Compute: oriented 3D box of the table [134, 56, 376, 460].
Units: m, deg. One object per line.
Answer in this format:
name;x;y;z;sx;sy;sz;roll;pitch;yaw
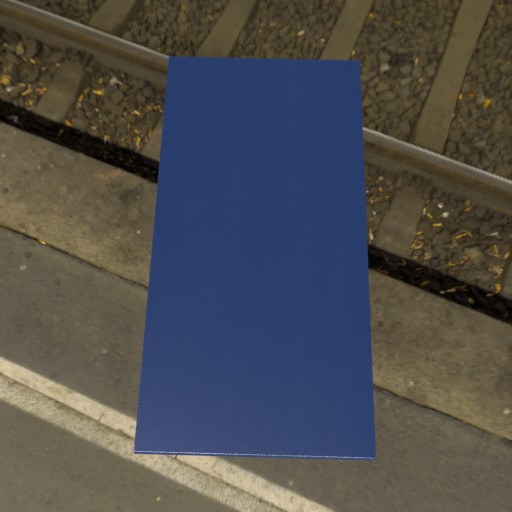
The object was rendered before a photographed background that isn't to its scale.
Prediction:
table;0.000;0.000;1.362;0.572;0.457;1.067;1;75;0
